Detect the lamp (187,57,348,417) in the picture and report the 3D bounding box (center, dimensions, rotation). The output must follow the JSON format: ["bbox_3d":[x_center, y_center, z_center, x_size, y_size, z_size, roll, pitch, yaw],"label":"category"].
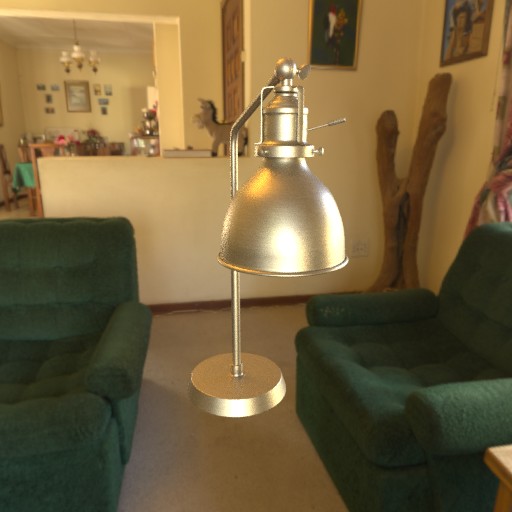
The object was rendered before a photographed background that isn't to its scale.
[{"bbox_3d":[0.000,0.000,0.574,0.153,0.456,0.286,-8,17,-26],"label":"lamp"}]
